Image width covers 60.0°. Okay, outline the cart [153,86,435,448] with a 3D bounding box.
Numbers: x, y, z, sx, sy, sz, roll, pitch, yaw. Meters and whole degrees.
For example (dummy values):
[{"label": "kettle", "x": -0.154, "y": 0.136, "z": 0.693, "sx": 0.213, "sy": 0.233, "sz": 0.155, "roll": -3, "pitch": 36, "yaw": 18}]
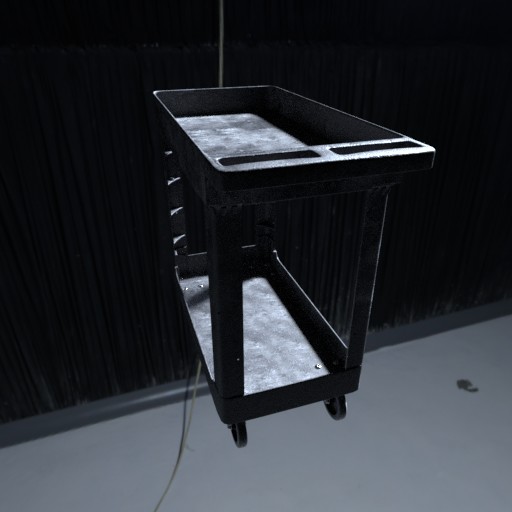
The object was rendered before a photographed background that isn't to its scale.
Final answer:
[{"label": "cart", "x": 0.000, "y": 0.000, "z": 1.311, "sx": 0.420, "sy": 0.824, "sz": 0.877, "roll": -9, "pitch": 30, "yaw": -16}]
